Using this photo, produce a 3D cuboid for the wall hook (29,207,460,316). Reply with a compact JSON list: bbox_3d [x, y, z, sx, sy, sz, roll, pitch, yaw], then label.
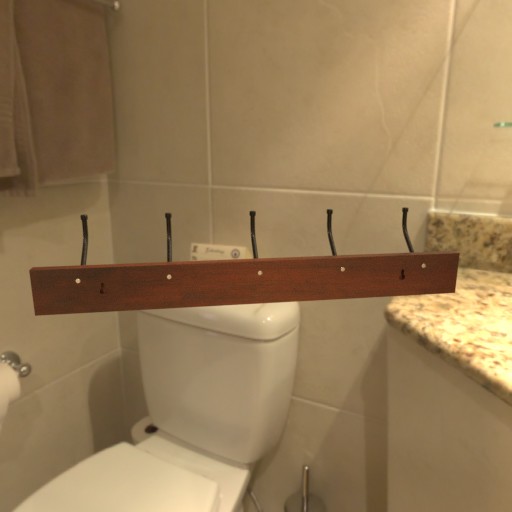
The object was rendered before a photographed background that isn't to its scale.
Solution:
[{"bbox_3d":[0.000,0.000,0.617,0.571,0.117,0.071,-2,14,-9],"label":"wall hook"}]
